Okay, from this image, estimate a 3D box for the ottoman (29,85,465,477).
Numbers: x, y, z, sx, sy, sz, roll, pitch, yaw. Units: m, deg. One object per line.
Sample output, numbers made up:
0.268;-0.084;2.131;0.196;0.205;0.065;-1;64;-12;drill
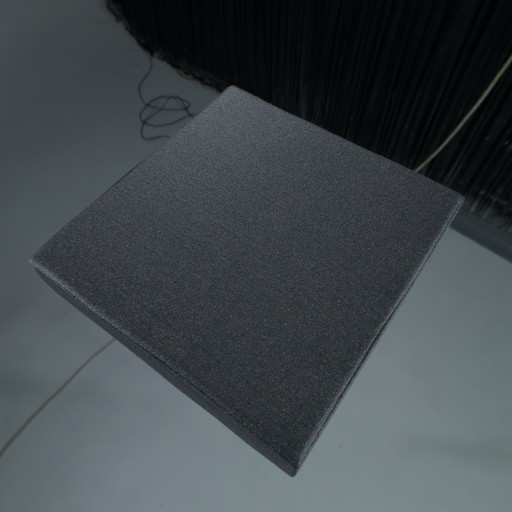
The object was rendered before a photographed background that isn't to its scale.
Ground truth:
0.000;0.000;1.516;0.968;0.382;1.004;32;63;18;ottoman
